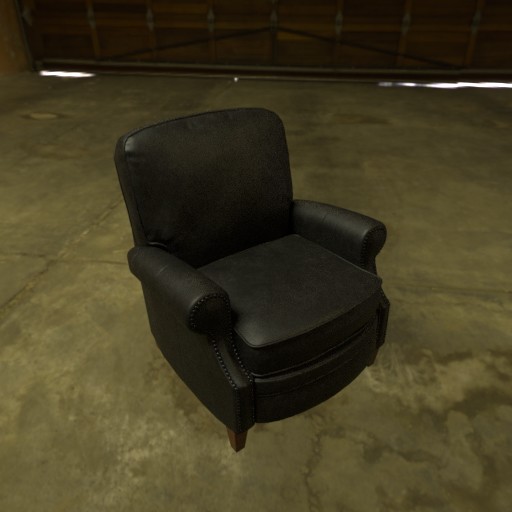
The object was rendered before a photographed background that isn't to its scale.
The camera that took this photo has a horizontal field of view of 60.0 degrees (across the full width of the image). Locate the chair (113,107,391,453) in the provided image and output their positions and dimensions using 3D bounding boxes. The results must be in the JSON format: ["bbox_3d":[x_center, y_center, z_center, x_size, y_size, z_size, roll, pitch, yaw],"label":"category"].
[{"bbox_3d":[0.000,0.000,1.779,0.936,1.018,0.986,-21,36,-31],"label":"chair"}]
